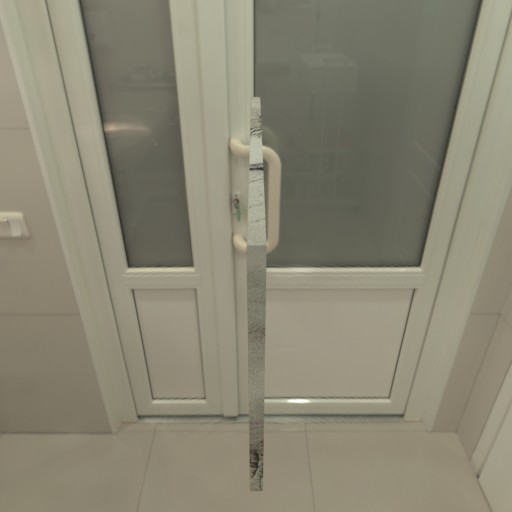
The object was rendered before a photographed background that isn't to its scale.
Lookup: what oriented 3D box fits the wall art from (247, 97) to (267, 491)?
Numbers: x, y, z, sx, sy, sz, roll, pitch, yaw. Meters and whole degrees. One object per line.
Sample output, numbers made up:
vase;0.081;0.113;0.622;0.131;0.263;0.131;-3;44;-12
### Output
wall art;0.000;0.000;1.458;0.035;0.758;1.141;0;32;0
